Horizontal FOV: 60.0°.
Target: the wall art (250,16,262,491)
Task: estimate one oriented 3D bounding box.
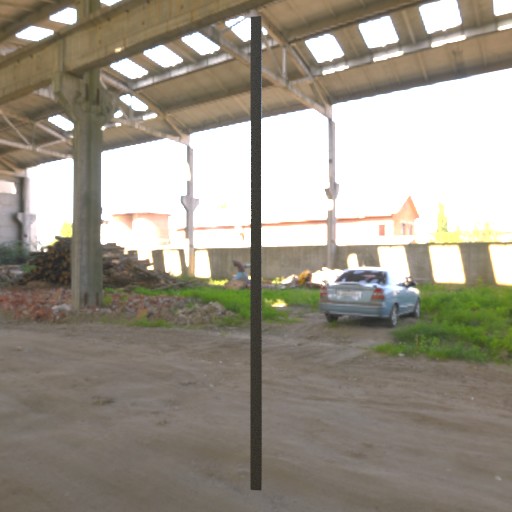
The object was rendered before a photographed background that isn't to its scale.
[{"bbox_3d":[0.000,0.000,0.944,0.016,0.659,0.663,0,-1,0],"label":"wall art"}]
